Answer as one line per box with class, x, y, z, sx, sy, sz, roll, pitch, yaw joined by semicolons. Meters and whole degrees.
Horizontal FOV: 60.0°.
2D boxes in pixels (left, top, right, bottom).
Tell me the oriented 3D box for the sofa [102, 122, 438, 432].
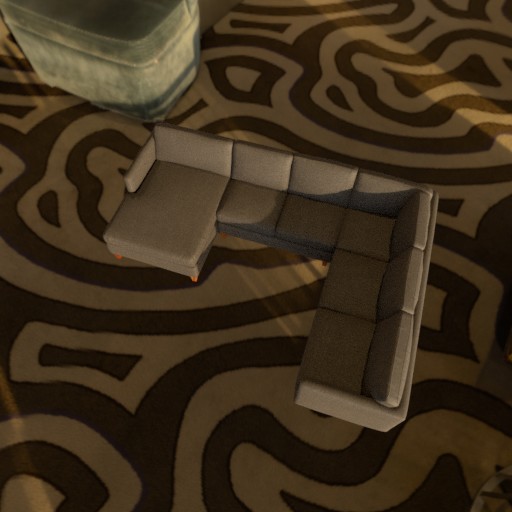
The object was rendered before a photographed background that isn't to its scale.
sofa;0.000;0.000;4.771;3.460;0.961;2.594;16;60;9
